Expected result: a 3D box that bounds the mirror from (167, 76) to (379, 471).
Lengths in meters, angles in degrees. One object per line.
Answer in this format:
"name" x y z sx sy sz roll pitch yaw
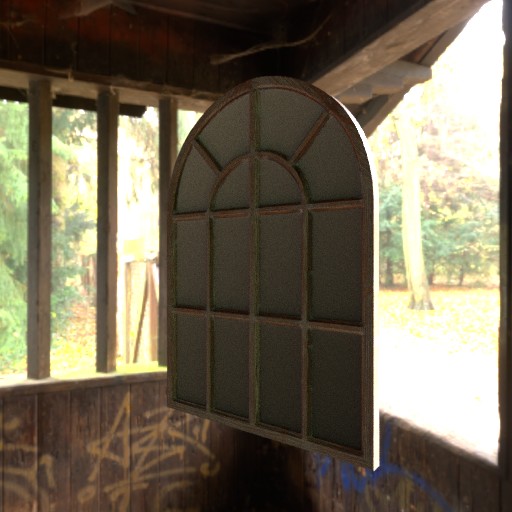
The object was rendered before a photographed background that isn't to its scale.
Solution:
"mirror" 0.000 0.000 1.162 0.660 0.920 0.032 0 0 38
